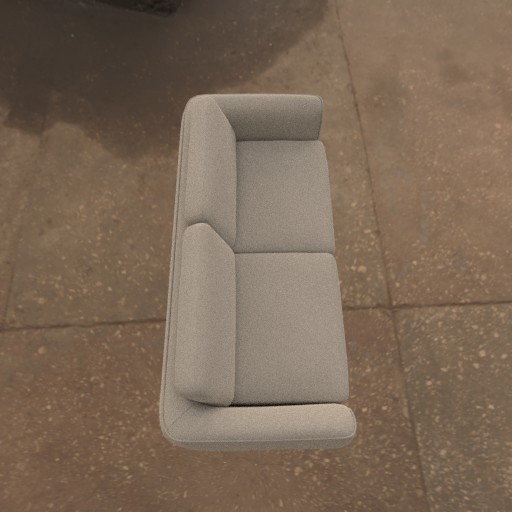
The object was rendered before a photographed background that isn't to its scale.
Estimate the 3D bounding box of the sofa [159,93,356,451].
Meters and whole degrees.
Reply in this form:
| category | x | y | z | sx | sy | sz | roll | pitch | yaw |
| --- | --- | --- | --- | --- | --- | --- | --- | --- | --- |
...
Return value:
| category | x | y | z | sx | sy | sz | roll | pitch | yaw |
| --- | --- | --- | --- | --- | --- | --- | --- | --- | --- |
| sofa | 0.000 | 0.000 | 2.489 | 0.920 | 0.850 | 2.000 | -1 | 65 | 0 |
